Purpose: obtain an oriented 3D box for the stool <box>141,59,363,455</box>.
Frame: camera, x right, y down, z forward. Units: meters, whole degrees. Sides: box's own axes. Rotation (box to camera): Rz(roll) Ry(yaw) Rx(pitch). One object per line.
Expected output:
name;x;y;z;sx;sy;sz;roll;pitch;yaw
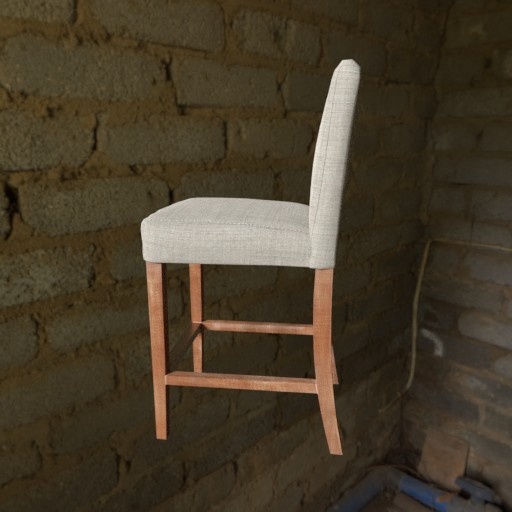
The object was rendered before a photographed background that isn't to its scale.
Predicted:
stool;0.000;0.000;1.354;0.567;1.039;0.454;2;15;8
